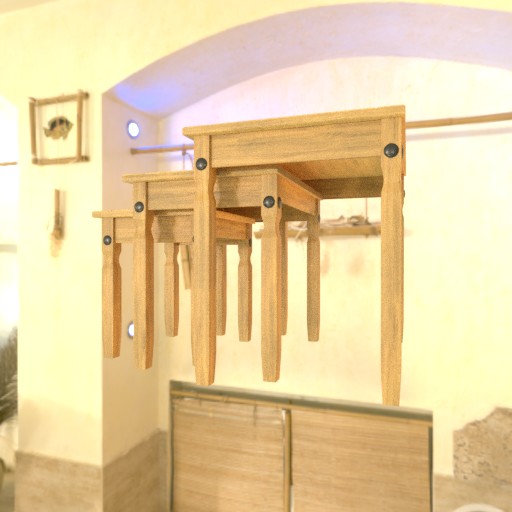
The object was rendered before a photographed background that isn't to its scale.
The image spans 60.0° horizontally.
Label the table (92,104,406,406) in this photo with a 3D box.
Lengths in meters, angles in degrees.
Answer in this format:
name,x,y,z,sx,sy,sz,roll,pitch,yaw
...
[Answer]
name,x,y,z,sx,sy,sz,roll,pitch,yaw
table,0.000,0.000,1.209,0.773,0.535,0.660,0,0,19
